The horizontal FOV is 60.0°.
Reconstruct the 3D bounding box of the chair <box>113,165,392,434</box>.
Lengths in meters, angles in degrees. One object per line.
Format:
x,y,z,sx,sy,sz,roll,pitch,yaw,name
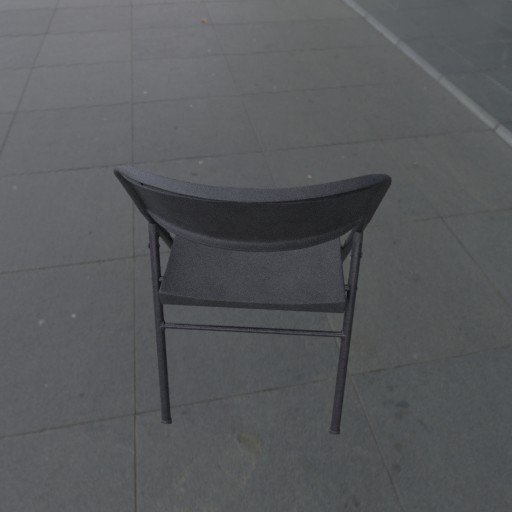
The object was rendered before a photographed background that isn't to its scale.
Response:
0.000,0.000,1.116,0.494,0.810,0.567,3,45,3,chair
